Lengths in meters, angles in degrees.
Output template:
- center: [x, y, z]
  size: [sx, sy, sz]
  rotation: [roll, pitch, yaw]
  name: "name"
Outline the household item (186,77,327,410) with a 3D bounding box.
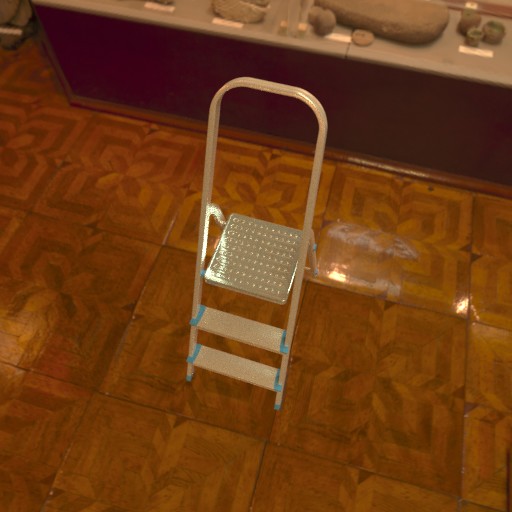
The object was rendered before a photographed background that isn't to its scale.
- center: [0.000, 0.000, 1.517]
  size: [0.420, 1.215, 0.687]
  rotation: [15, 61, 9]
  name: "household item"
